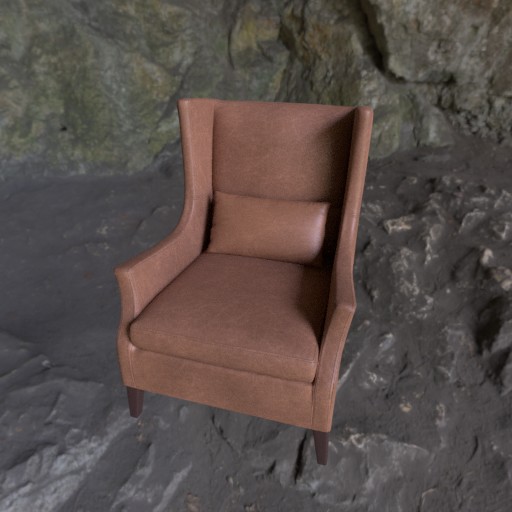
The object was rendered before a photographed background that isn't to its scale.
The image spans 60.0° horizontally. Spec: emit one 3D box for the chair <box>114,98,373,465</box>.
[{"bbox_3d":[0.000,0.000,1.727,0.815,1.088,0.913,8,29,14],"label":"chair"}]
